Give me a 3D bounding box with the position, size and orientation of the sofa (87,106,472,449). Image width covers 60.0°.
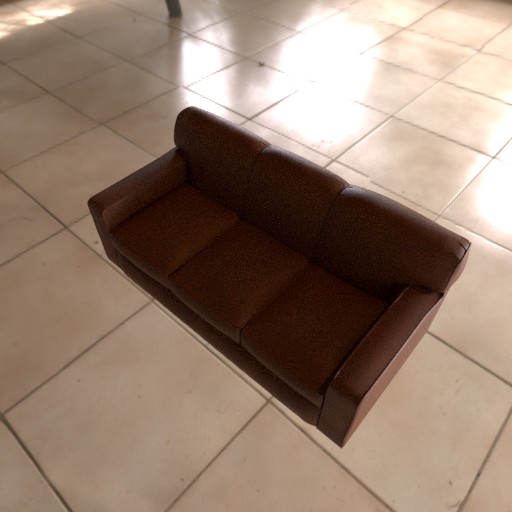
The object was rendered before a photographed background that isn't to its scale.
[{"bbox_3d":[0.000,0.000,2.678,2.039,0.953,1.008,33,56,26],"label":"sofa"}]
